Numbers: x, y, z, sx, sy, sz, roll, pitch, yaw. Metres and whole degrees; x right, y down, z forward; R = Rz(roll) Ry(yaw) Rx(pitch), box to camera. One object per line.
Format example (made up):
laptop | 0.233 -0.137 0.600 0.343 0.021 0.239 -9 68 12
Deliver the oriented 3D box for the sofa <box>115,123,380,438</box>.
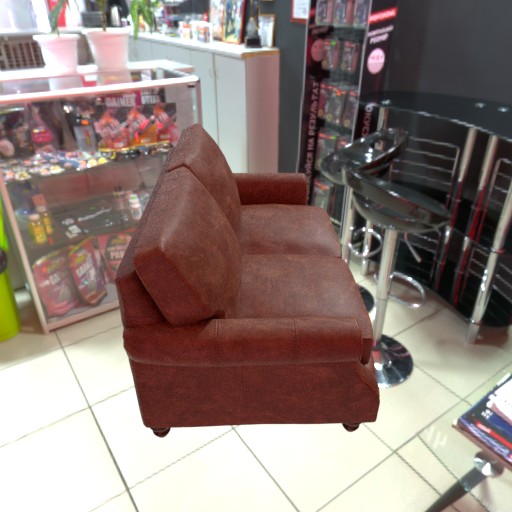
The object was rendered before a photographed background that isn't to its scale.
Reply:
sofa | 0.000 0.000 2.216 0.990 0.967 1.616 -1 31 -2
